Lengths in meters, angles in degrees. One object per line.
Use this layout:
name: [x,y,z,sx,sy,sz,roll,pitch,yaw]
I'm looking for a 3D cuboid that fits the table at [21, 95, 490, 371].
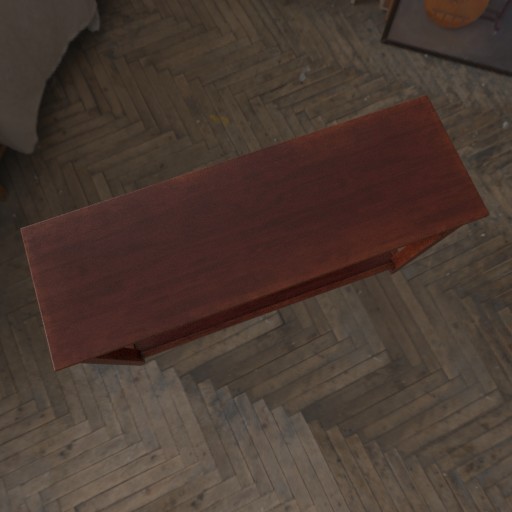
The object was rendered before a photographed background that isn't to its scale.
table: [0.000,0.000,1.534,1.188,0.739,0.392,-19,76,-5]
